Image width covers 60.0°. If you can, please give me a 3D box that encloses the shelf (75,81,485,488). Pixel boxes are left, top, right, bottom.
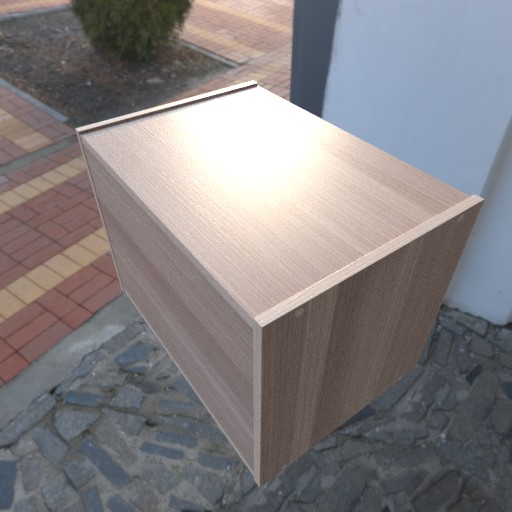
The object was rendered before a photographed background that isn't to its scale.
[{"bbox_3d":[0.000,0.000,0.626,0.290,0.305,0.415,-26,48,-26],"label":"shelf"}]
